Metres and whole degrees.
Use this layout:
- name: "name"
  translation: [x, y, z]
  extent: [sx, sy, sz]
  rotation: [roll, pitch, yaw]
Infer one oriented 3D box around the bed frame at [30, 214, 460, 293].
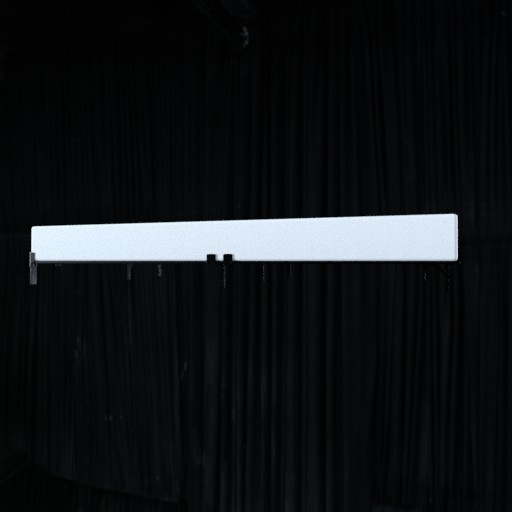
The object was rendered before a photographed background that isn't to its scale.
- name: "bed frame"
  translation: [0.000, 0.000, 3.816]
  extent: [2.987, 0.440, 1.930]
  rotation: [0, -1, 18]
